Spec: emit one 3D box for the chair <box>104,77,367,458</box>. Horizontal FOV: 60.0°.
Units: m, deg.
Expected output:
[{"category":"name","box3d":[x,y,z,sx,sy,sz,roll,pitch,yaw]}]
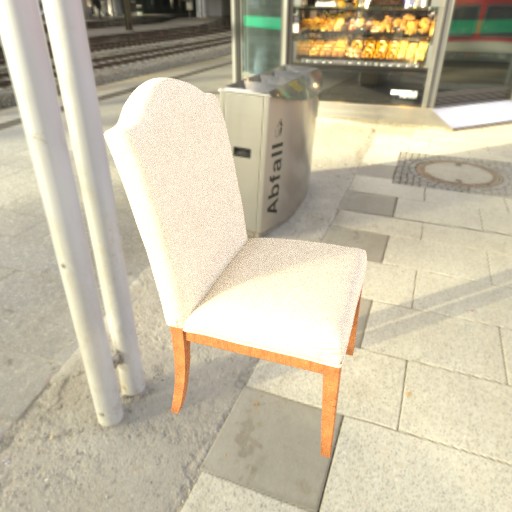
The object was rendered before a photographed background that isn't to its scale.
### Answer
[{"category":"chair","box3d":[0.000,0.000,1.380,0.648,1.012,0.534,10,31,16]}]
